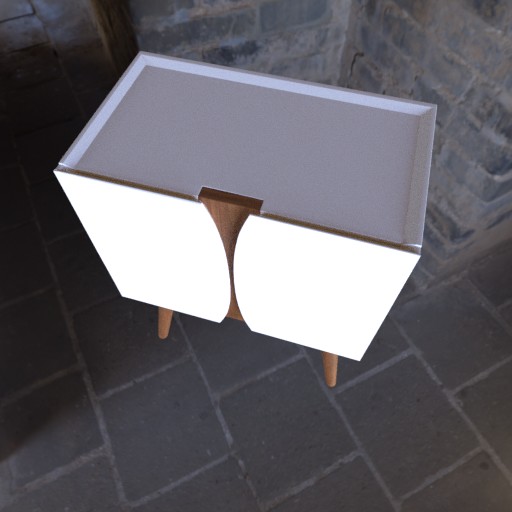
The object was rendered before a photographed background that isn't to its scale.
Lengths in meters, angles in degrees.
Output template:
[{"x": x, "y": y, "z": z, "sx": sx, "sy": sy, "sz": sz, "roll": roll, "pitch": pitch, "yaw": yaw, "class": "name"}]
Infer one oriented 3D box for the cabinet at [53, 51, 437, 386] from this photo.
[{"x": 0.000, "y": 0.000, "z": 1.090, "sx": 0.591, "sy": 0.772, "sz": 0.344, "roll": 14, "pitch": 58, "yaw": 9, "class": "cabinet"}]
